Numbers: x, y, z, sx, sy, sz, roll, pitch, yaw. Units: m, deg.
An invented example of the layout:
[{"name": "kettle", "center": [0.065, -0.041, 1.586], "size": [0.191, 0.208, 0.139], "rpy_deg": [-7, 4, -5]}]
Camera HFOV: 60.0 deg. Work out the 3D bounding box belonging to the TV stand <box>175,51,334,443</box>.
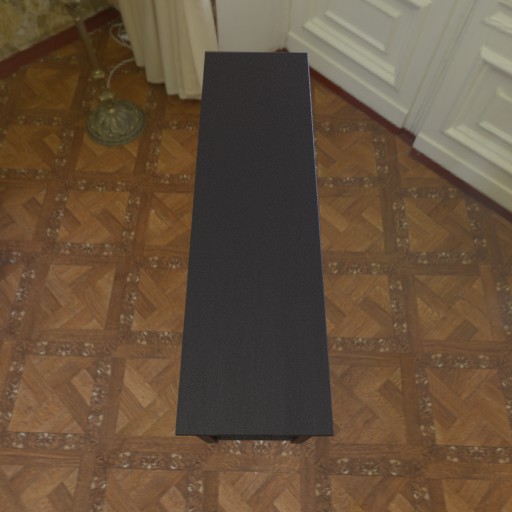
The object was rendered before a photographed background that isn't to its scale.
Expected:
[{"name": "TV stand", "center": [0.000, 0.000, 1.527], "size": [0.347, 0.681, 1.198], "rpy_deg": [0, 64, 0]}]
